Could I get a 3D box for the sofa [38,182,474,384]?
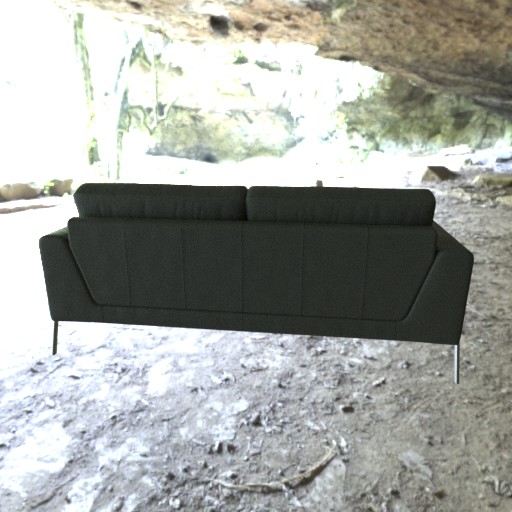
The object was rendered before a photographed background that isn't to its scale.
[{"bbox_3d":[0.000,0.000,2.486,2.017,0.875,0.953,2,17,7],"label":"sofa"}]
